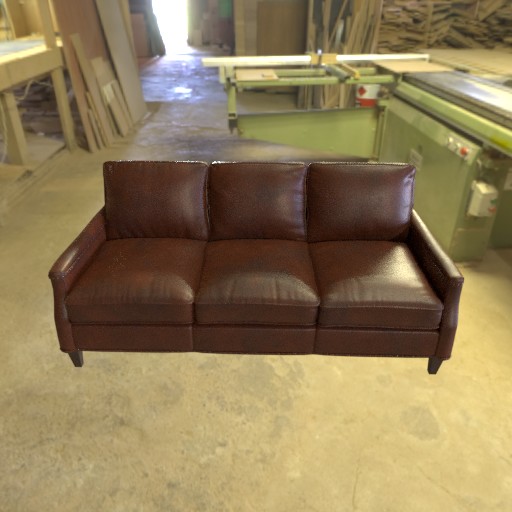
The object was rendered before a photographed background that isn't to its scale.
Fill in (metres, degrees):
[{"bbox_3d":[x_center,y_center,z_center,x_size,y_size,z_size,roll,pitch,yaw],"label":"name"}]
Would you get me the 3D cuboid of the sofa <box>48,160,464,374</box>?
[{"bbox_3d":[0.000,0.000,2.803,2.240,1.003,1.084,1,30,1],"label":"sofa"}]
